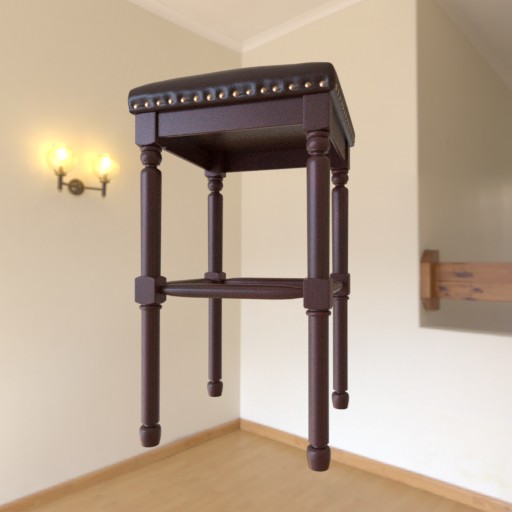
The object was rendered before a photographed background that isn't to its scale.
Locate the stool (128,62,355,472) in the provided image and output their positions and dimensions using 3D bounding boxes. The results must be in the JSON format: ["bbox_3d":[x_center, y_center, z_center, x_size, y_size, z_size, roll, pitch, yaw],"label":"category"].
[{"bbox_3d":[0.000,0.000,0.933,0.382,0.702,0.383,0,-1,17],"label":"stool"}]
